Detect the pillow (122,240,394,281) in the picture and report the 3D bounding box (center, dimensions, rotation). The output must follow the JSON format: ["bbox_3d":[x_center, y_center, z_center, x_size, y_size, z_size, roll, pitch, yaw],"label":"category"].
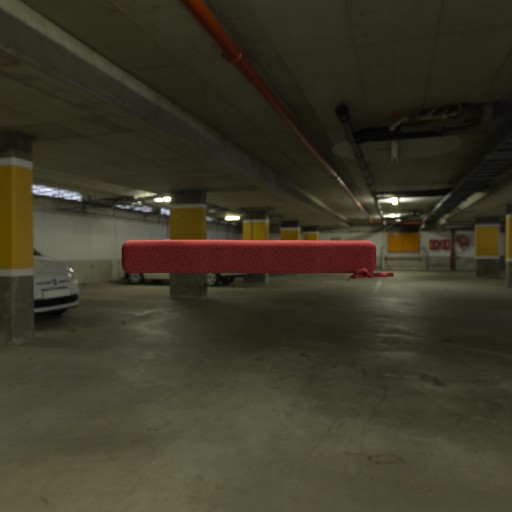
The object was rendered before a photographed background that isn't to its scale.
[{"bbox_3d":[0.000,0.000,1.349,0.492,0.081,1.187,0,1,0],"label":"pillow"}]
